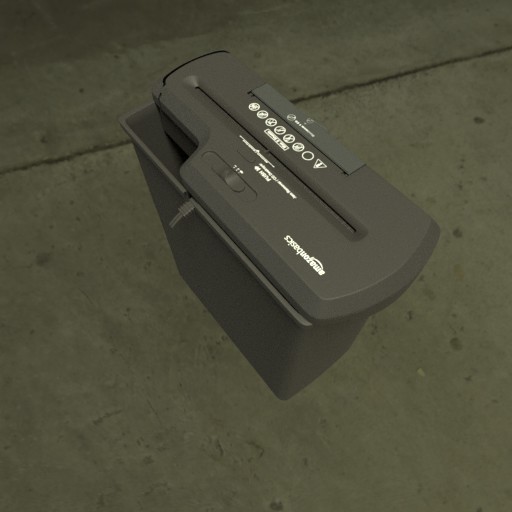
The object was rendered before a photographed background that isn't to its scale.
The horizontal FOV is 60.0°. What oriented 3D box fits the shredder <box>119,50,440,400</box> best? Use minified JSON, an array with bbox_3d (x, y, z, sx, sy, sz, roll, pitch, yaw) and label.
[{"bbox_3d":[0.000,0.000,0.515,0.170,0.335,0.320,-34,64,-19],"label":"shredder"}]
